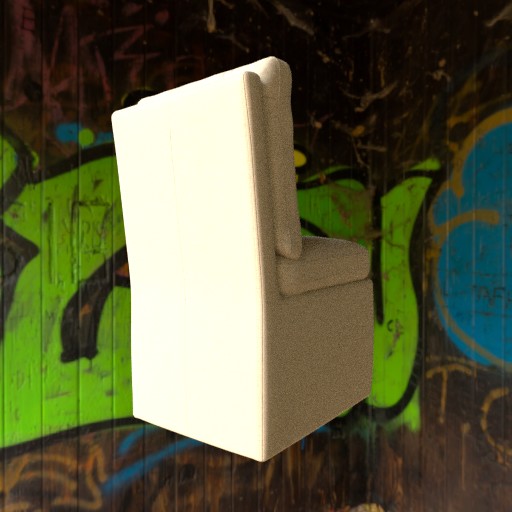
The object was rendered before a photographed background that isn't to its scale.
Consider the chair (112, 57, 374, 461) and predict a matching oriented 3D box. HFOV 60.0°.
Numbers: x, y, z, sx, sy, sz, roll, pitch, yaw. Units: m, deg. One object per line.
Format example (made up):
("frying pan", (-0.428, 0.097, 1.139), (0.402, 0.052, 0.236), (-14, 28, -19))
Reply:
("chair", (0.000, 0.000, 1.343), (0.503, 0.927, 0.698), (0, 1, 37))
